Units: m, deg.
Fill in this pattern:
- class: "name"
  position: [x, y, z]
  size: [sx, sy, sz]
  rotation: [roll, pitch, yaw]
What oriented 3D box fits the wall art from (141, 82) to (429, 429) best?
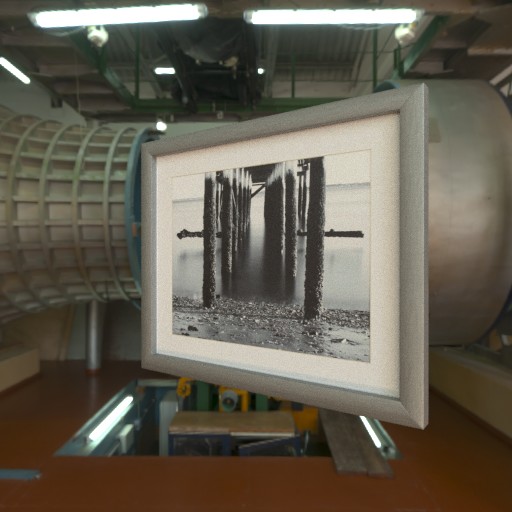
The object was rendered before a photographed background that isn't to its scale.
- class: "wall art"
  position: [0.000, 0.000, 0.752]
  size: [0.556, 0.457, 0.028]
  rotation: [0, 0, 35]
